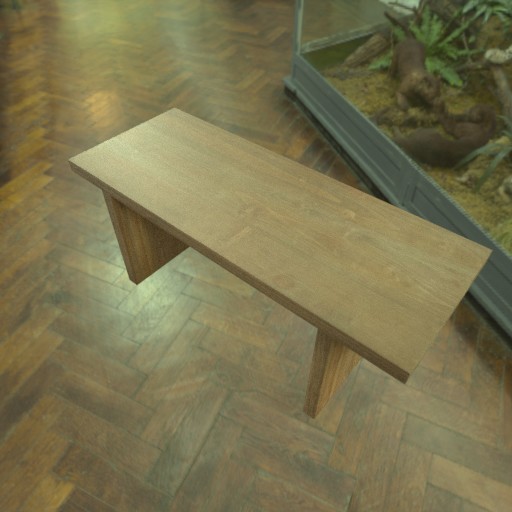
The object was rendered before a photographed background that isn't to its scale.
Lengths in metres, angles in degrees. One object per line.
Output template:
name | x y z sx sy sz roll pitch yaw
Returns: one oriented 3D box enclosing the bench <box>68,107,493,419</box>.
bench | 0.000 0.000 1.431 1.183 0.458 0.458 31 53 27
